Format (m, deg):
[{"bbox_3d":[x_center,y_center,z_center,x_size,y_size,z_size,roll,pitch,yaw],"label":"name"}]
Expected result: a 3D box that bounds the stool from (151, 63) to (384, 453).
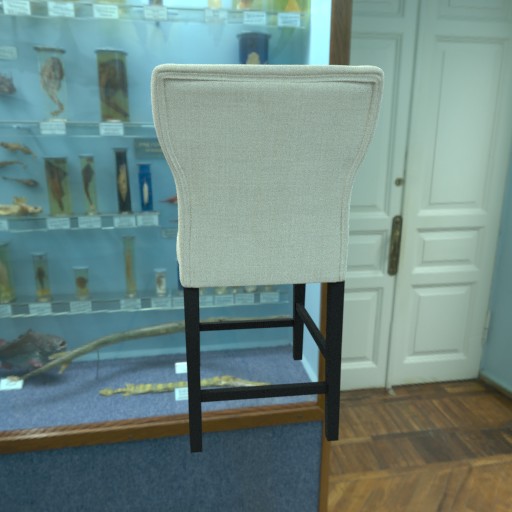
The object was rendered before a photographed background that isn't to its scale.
[{"bbox_3d":[0.000,0.000,1.308,0.514,0.972,0.603,-2,15,-7],"label":"stool"}]
